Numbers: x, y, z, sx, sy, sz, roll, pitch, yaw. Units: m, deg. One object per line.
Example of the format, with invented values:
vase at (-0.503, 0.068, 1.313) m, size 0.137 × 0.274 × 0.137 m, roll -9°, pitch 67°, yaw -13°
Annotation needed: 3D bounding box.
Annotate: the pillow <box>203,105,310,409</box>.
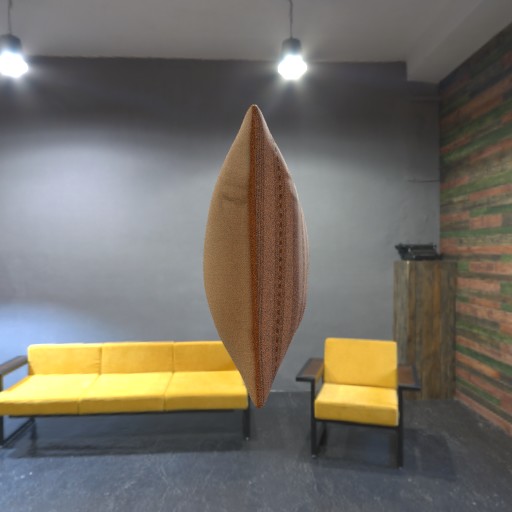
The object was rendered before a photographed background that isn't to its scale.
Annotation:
pillow at (0.000, 0.000, 0.725) m, size 0.151 × 0.291 × 0.608 m, roll 0°, pitch 0°, yaw -1°
